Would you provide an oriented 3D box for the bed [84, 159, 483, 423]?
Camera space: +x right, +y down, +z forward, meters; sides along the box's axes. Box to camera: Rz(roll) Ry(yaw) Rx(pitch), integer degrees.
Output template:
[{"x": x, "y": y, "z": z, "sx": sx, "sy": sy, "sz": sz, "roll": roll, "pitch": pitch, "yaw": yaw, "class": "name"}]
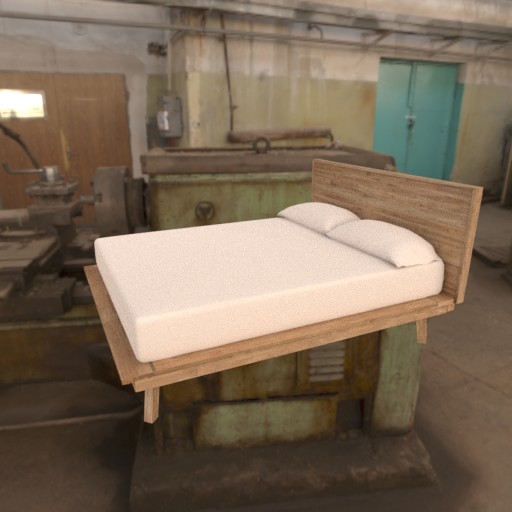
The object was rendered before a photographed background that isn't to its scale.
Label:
[{"x": 0.000, "y": 0.000, "z": 3.092, "sx": 2.145, "sy": 1.071, "sz": 1.759, "roll": -9, "pitch": 20, "yaw": -24, "class": "bed"}]
